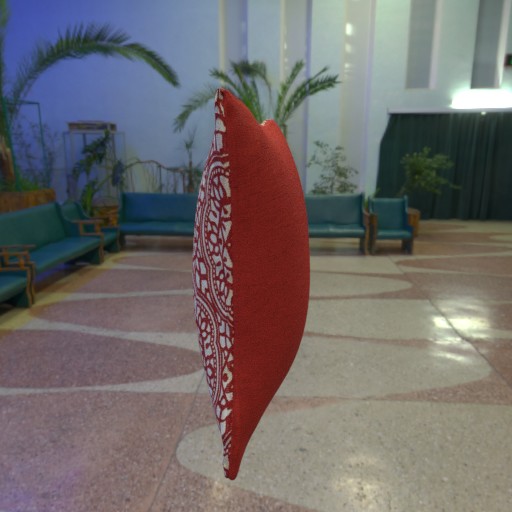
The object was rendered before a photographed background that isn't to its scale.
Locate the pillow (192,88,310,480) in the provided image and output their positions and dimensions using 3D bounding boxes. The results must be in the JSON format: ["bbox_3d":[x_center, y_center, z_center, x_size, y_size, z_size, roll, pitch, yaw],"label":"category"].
[{"bbox_3d":[0.000,0.000,0.660,0.162,0.419,0.438,2,14,8],"label":"pillow"}]
